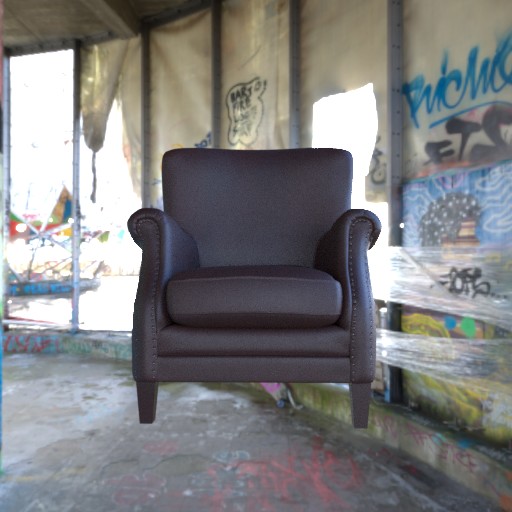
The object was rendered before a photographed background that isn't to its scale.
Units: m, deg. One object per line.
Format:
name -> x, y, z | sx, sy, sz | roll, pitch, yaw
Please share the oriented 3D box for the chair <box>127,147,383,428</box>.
chair -> 0.000, 0.000, 1.361 | 0.700, 0.800, 0.746 | 0, 0, 1
